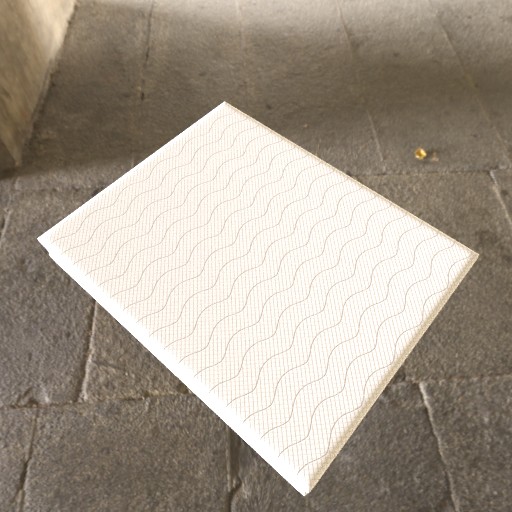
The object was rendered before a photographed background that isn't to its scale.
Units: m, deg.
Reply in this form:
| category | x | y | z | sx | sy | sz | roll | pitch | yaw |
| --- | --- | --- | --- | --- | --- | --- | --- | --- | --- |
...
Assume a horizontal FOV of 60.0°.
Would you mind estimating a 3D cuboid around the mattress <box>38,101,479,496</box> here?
| category | x | y | z | sx | sy | sz | roll | pitch | yaw |
| --- | --- | --- | --- | --- | --- | --- | --- | --- | --- |
| mattress | 0.000 | 0.000 | 2.645 | 2.000 | 0.230 | 1.600 | 37 | 65 | 20 |
